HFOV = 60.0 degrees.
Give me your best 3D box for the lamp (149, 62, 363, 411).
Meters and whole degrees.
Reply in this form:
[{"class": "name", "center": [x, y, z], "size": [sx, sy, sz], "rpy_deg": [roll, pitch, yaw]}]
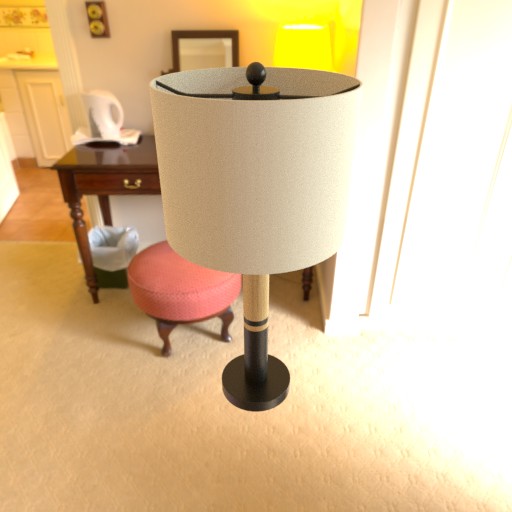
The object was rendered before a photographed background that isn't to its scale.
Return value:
[{"class": "lamp", "center": [0.000, 0.000, 0.793], "size": [0.305, 0.640, 0.305], "rpy_deg": [-21, 36, -31]}]
